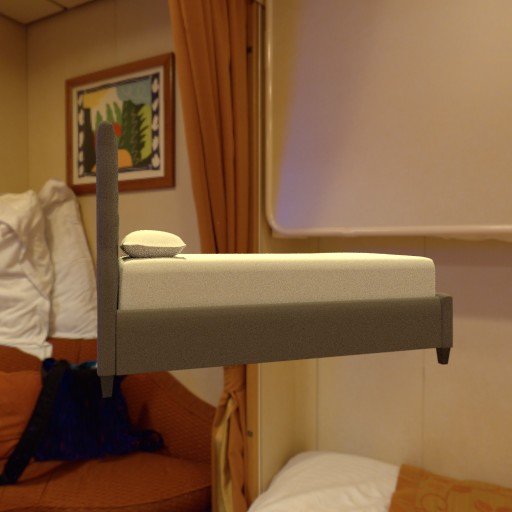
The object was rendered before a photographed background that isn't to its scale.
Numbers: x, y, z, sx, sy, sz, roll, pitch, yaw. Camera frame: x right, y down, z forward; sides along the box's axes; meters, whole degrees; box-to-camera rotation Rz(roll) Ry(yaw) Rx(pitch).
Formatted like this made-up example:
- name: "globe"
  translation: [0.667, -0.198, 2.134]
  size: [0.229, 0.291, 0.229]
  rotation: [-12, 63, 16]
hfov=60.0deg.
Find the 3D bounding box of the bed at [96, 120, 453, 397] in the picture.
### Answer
- name: "bed"
  translation: [0.000, 0.000, 3.385]
  size: [2.233, 1.426, 1.696]
  rotation: [0, 1, -18]
